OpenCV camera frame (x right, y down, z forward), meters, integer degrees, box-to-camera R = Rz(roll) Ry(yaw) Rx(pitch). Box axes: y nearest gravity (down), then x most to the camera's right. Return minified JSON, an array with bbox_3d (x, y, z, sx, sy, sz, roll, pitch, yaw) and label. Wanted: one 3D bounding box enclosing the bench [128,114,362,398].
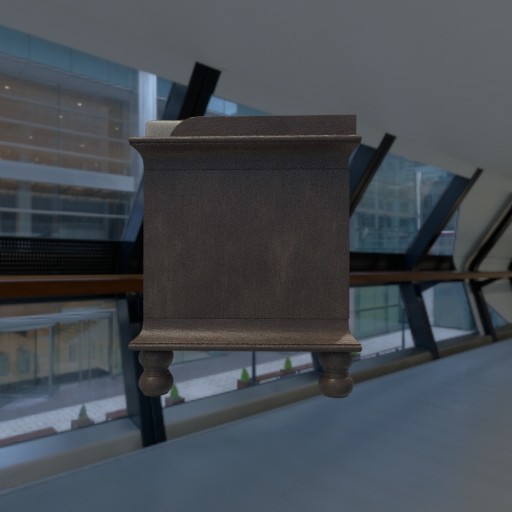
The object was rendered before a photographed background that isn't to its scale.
[{"bbox_3d":[0.000,0.000,1.352,0.402,0.501,1.185,0,0,2],"label":"bench"}]
